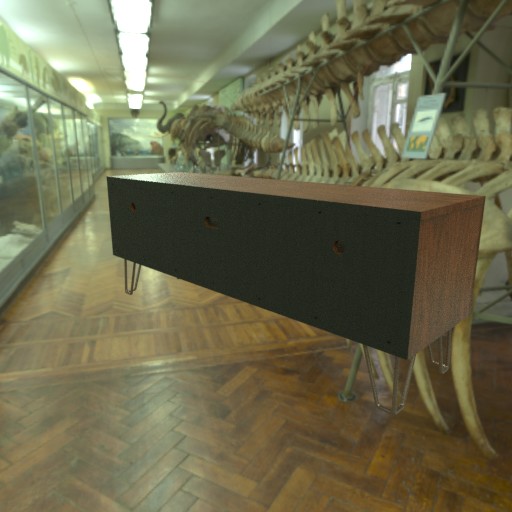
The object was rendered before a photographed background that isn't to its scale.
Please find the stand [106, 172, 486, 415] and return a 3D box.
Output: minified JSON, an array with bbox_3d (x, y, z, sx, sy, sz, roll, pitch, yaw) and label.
[{"bbox_3d":[0.000,0.000,1.891,1.626,0.610,0.481,14,20,43],"label":"stand"}]
